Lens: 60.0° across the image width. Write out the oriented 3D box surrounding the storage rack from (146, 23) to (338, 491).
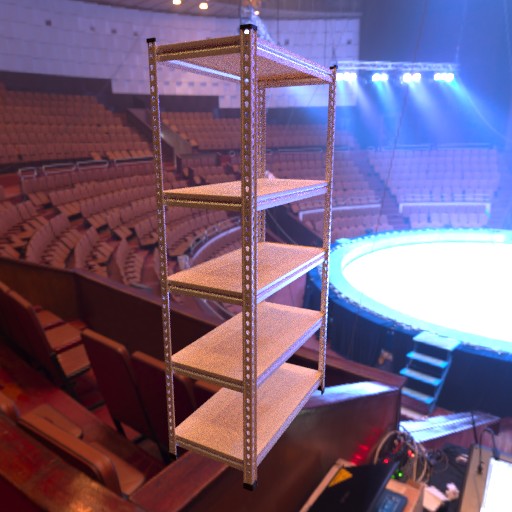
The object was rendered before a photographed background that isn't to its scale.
[{"bbox_3d":[0.000,0.000,2.172,0.457,1.829,0.914,7,16,27],"label":"storage rack"}]
